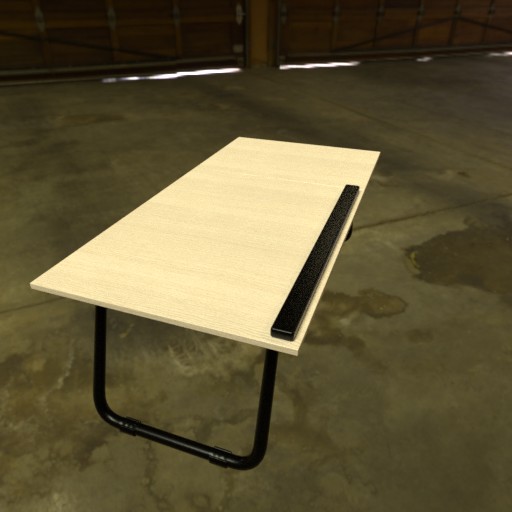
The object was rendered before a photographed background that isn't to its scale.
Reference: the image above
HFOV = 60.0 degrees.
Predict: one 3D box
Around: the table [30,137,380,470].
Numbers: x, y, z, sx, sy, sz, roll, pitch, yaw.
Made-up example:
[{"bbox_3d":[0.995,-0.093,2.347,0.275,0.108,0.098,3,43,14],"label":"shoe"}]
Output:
[{"bbox_3d":[0.000,0.000,0.780,0.322,0.242,0.644,11,32,17],"label":"table"}]
